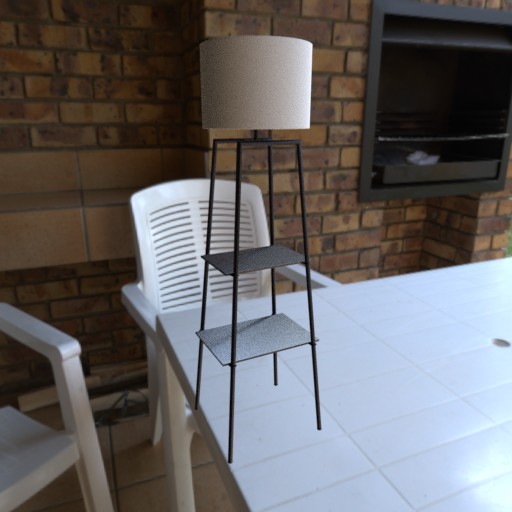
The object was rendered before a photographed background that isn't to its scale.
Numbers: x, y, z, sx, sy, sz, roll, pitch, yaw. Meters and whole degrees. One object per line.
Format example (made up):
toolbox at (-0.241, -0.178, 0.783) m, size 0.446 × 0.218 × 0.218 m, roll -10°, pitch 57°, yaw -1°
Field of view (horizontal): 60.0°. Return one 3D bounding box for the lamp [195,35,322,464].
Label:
lamp at (0.000, 0.000, 1.701) m, size 0.427 × 1.474 × 0.384 m, roll -9°, pitch 19°, yaw -26°
